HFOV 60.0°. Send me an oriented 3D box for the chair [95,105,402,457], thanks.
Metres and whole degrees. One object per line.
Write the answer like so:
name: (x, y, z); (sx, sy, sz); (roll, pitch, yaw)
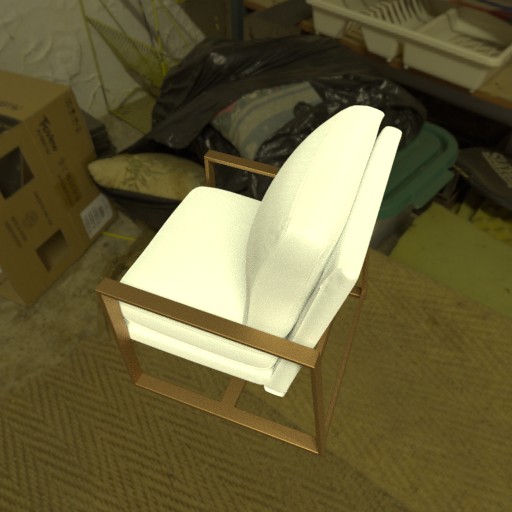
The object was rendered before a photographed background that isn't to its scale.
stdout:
chair: (0.000, 0.000, 1.568); (0.813, 0.966, 0.805); (15, 48, 14)
